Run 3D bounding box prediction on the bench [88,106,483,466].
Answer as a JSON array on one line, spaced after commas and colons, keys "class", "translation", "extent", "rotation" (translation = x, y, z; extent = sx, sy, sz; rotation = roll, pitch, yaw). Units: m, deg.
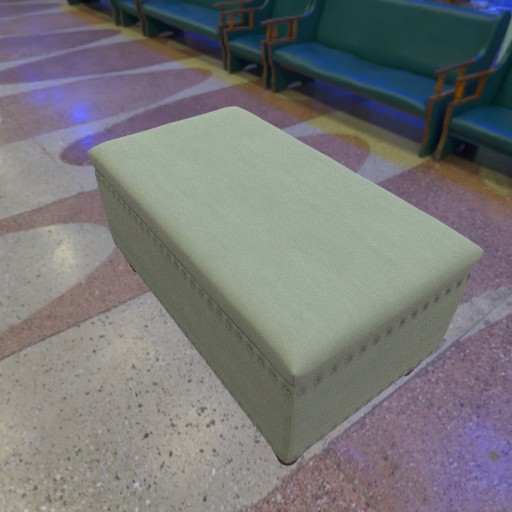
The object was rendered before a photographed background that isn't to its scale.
[{"class": "bench", "translation": [0.000, 0.000, 1.176], "extent": [0.500, 0.449, 0.887], "rotation": [-26, 47, -26]}]
